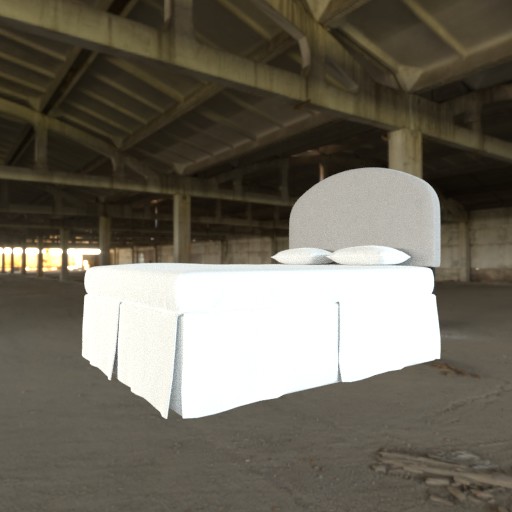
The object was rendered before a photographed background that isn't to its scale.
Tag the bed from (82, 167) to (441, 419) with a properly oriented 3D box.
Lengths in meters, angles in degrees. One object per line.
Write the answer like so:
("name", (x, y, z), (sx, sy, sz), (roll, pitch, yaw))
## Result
("bed", (0.000, 0.000, 3.044), (2.005, 1.410, 1.607), (0, -1, -36))
